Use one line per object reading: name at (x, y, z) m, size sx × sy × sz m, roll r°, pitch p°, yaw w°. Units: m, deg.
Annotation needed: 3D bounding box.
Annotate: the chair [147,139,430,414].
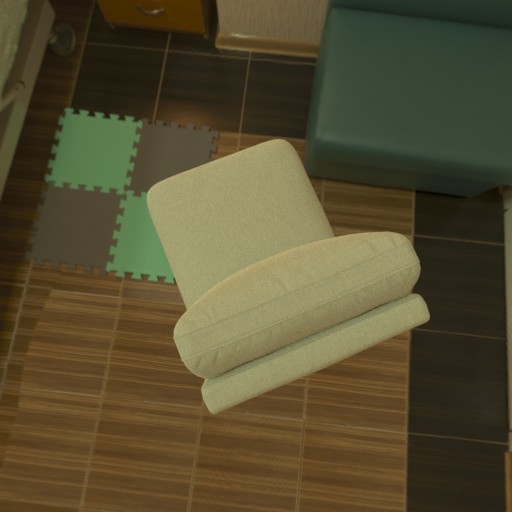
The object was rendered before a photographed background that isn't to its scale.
chair at (0.000, 0.000, 1.310) m, size 0.503 × 0.927 × 0.698 m, roll -22°, pitch 77°, yaw -5°
